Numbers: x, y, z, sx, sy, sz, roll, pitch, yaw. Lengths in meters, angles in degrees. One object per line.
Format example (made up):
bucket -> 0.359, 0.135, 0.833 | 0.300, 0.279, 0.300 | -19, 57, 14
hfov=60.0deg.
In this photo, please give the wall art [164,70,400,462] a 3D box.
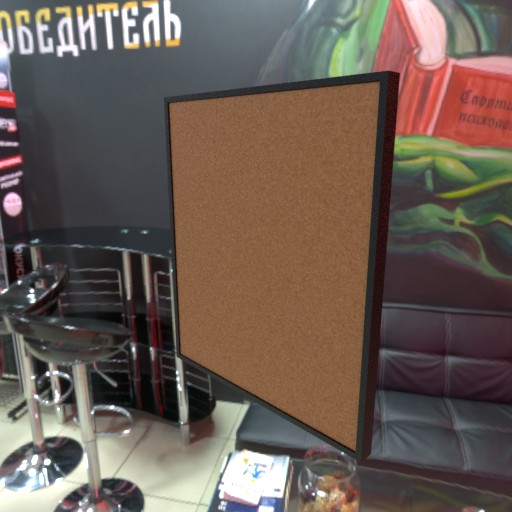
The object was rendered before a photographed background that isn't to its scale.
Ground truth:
wall art -> 0.000, 0.000, 0.534 | 0.019, 0.381, 0.330 | -14, 20, -43
